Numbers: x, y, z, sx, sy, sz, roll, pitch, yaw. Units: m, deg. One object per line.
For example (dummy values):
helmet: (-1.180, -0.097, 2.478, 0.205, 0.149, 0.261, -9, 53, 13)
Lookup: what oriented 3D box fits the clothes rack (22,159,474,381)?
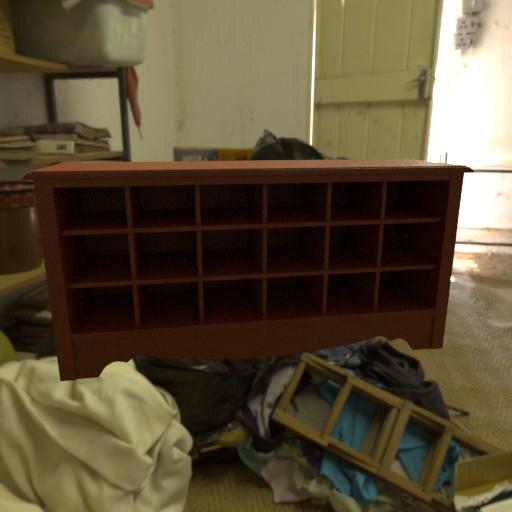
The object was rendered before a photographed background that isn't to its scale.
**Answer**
clothes rack: (0.000, 0.000, 1.460, 1.251, 0.594, 0.362, -3, 16, -9)
